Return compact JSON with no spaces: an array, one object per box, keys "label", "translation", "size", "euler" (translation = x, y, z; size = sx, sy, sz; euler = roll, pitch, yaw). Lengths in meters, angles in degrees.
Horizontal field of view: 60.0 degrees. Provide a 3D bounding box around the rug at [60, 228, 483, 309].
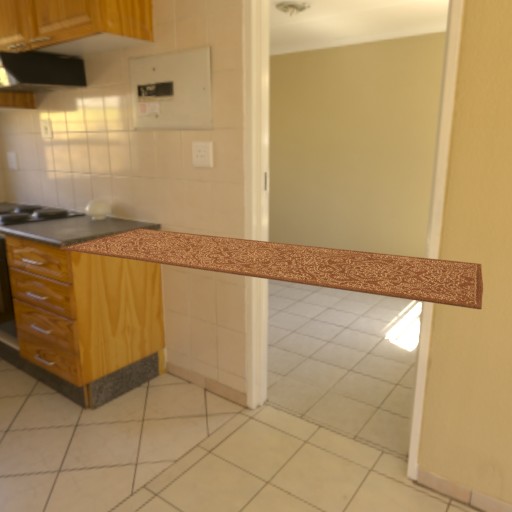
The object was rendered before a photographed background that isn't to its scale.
[{"label":"rug","translation":[0.000,0.000,2.669],"size":[2.448,0.012,0.769],"euler":[7,16,25]}]
